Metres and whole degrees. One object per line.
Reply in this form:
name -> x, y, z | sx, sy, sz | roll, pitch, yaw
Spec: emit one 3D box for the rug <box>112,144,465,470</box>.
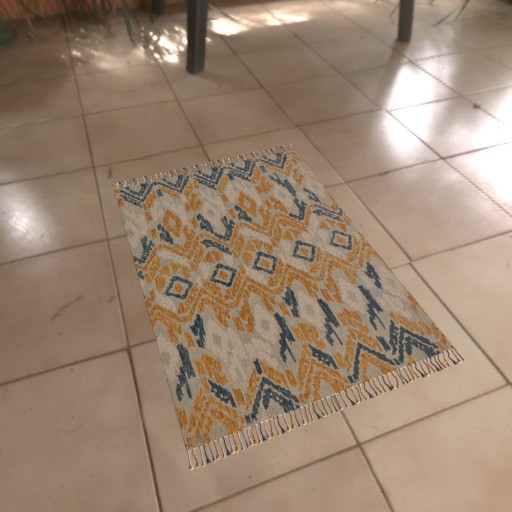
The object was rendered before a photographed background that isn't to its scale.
rug -> 0.000, 0.000, 2.335 | 1.230, 0.008, 1.827 | -16, 48, -15
